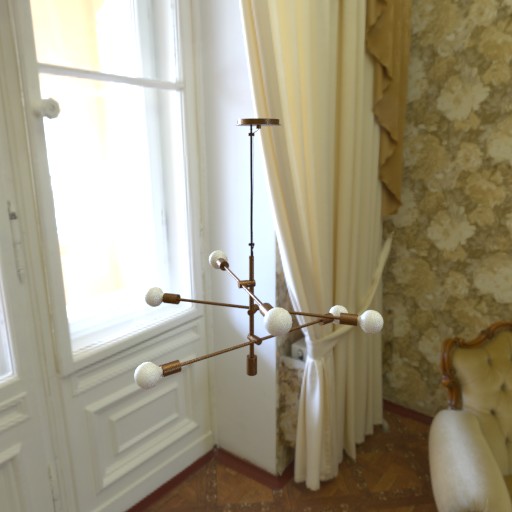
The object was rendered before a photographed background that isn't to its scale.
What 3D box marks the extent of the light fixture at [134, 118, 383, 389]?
[{"bbox_3d":[0.000,0.000,1.262,0.682,0.744,0.637,-2,14,-7],"label":"light fixture"}]
